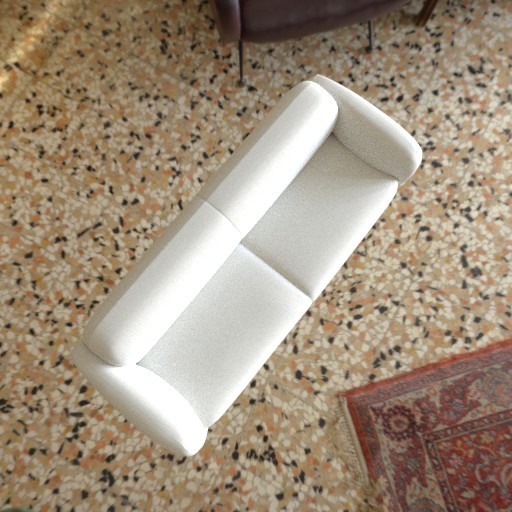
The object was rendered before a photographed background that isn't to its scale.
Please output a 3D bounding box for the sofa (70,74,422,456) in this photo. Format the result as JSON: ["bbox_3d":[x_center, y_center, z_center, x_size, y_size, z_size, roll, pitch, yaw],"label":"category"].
[{"bbox_3d":[0.000,0.000,2.660,0.880,0.780,2.257,38,80,8],"label":"sofa"}]
